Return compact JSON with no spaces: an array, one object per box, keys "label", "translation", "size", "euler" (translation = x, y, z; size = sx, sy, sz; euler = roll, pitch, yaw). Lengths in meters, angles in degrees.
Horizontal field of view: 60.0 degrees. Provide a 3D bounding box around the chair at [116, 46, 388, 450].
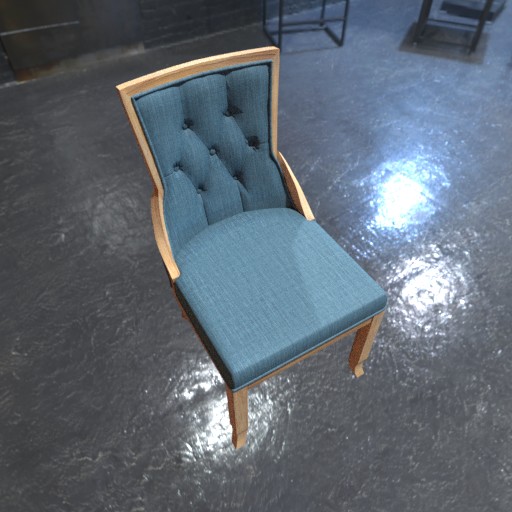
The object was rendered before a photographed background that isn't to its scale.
[{"label":"chair","translation":[0.000,0.000,1.339],"size":[0.524,0.947,0.641],"euler":[-24,52,-20]}]
